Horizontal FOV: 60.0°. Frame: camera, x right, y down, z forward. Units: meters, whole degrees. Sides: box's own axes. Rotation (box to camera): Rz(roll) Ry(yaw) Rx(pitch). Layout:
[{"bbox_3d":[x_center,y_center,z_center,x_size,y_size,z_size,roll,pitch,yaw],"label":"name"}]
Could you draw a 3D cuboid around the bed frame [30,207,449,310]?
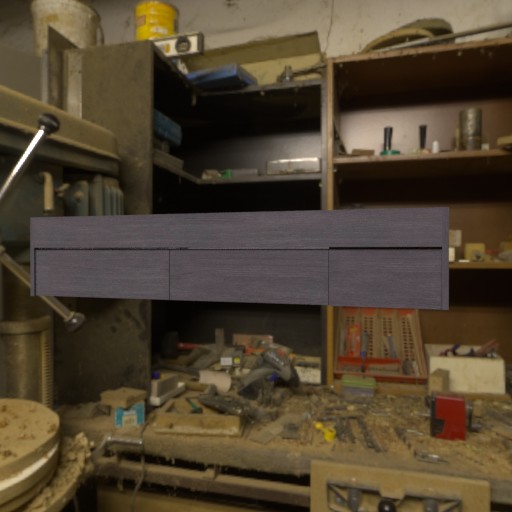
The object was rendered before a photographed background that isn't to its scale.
[{"bbox_3d":[0.000,0.000,2.656,1.944,0.459,1.448,0,1,16],"label":"bed frame"}]
